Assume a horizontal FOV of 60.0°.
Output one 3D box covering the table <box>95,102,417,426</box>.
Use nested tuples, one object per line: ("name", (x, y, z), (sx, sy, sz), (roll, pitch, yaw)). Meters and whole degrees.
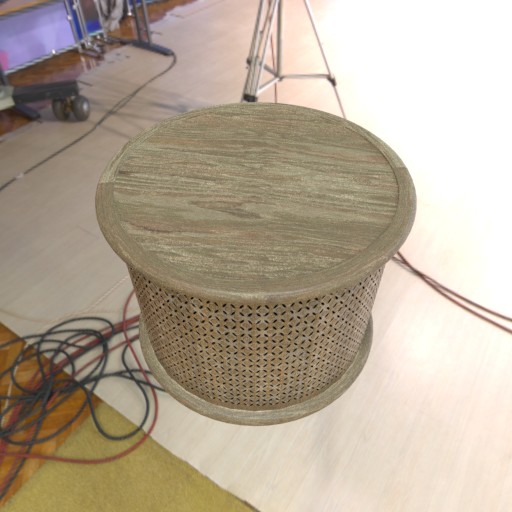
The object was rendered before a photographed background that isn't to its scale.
("table", (0.000, 0.000, 1.015), (0.607, 0.450, 0.607), (0, 46, 0))
